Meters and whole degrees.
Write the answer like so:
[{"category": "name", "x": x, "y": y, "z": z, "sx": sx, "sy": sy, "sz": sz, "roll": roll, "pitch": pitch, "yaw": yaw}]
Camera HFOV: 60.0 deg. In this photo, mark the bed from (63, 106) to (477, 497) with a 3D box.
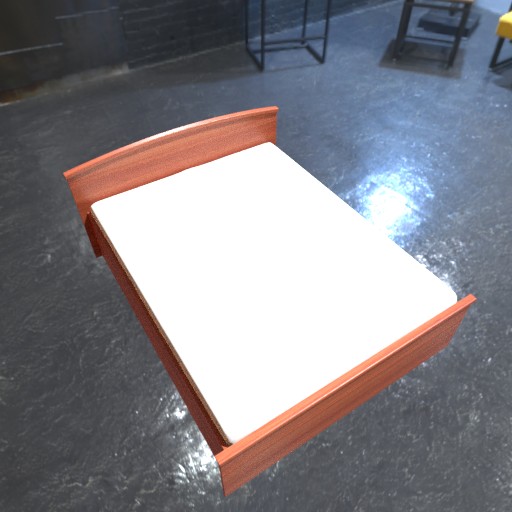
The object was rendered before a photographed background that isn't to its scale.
[{"category": "bed", "x": 0.000, "y": 0.000, "z": 2.868, "sx": 1.683, "sy": 0.848, "sz": 2.053, "roll": -25, "pitch": 51, "yaw": -22}]
